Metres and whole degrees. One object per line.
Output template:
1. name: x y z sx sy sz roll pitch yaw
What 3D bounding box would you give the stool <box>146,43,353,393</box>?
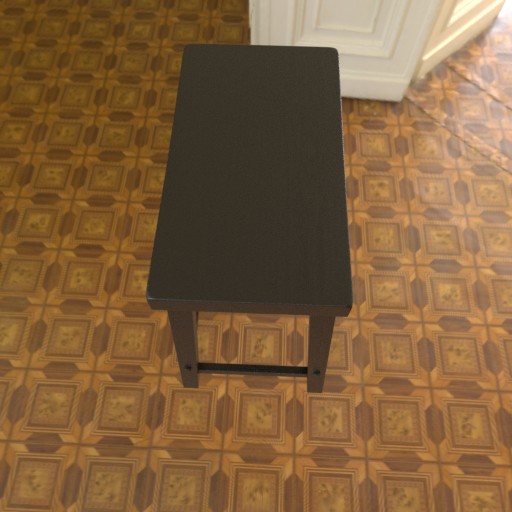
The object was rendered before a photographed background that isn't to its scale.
1. stool: 0.000 0.000 0.846 0.322 0.610 0.406 2 65 1
